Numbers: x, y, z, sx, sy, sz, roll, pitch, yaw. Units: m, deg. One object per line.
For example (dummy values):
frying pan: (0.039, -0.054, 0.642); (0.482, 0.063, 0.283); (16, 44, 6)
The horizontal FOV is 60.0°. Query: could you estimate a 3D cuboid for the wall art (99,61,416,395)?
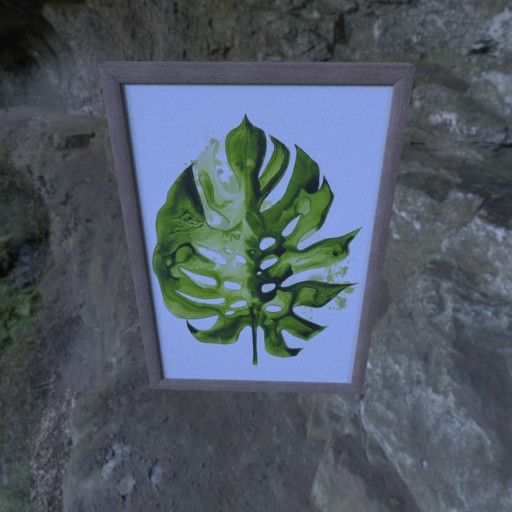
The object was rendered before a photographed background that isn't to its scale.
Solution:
wall art: (0.000, 0.000, 0.634); (0.356, 0.509, 0.031); (1, 29, 2)
